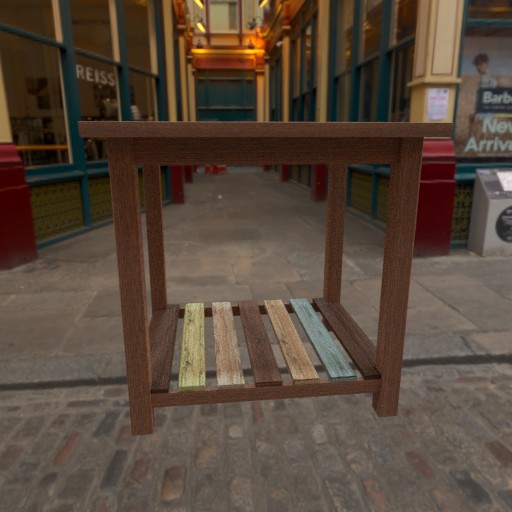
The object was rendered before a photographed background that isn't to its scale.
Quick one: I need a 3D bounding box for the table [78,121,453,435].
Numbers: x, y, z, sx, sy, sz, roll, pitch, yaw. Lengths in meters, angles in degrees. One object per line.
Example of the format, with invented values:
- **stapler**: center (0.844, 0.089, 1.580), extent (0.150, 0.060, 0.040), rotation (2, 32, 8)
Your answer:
- **table**: center (0.000, 0.000, 1.123), extent (0.660, 0.635, 0.559), rotation (-2, 15, -6)
